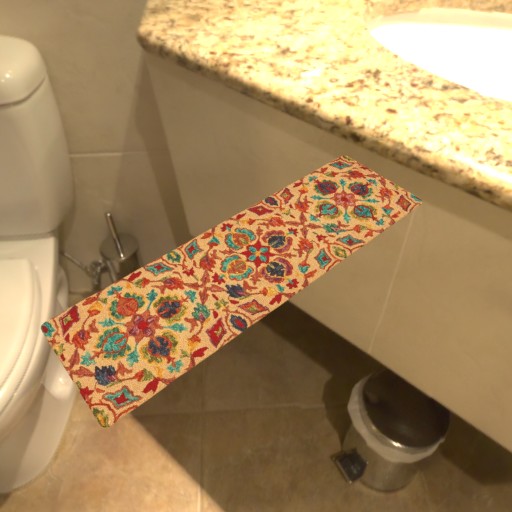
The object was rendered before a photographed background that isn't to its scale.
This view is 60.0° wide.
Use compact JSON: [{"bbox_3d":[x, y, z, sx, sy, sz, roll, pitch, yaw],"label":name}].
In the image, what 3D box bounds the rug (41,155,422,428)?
[{"bbox_3d":[0.000,0.000,2.541,2.273,0.016,0.693,-32,55,-26],"label":"rug"}]
